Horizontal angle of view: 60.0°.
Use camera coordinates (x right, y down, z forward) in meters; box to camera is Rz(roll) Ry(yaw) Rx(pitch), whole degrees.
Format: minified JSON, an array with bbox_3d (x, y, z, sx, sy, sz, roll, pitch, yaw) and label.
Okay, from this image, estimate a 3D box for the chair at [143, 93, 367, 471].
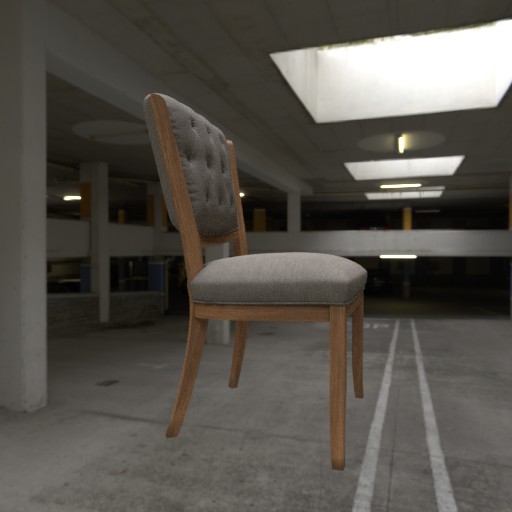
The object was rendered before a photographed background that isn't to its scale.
[{"bbox_3d":[0.000,0.000,1.267,0.584,0.905,0.513,0,1,18],"label":"chair"}]
